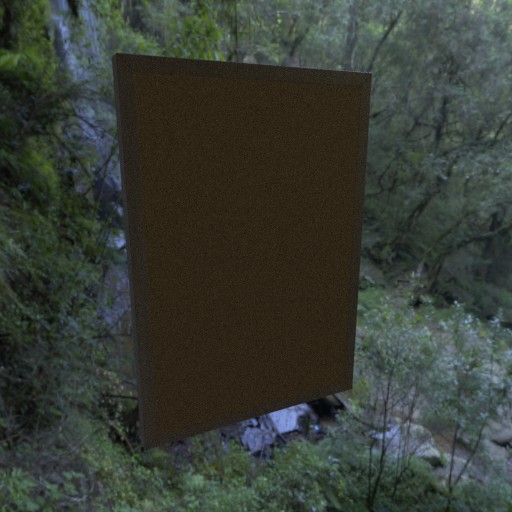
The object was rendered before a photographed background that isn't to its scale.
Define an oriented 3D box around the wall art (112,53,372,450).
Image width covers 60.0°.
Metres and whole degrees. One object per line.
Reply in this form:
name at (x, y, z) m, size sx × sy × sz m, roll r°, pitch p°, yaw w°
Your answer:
wall art at (0.000, 0.000, 0.638) m, size 0.356 × 0.509 × 0.031 m, roll -7°, pitch 16°, yaw -25°
